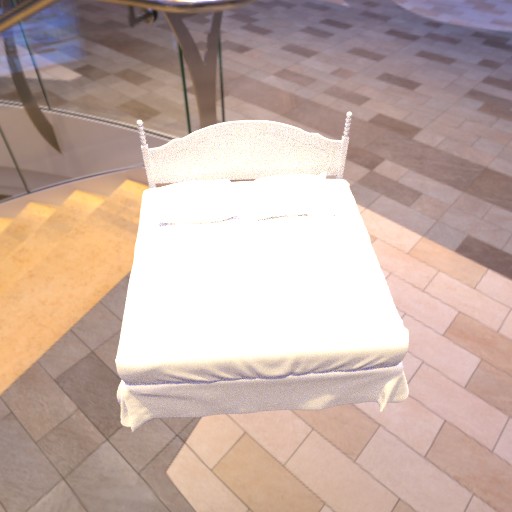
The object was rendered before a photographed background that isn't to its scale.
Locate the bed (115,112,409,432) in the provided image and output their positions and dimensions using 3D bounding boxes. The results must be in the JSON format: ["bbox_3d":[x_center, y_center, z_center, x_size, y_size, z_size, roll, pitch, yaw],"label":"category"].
[{"bbox_3d":[0.000,0.000,3.633,2.322,1.355,2.219,-3,45,-3],"label":"bed"}]
